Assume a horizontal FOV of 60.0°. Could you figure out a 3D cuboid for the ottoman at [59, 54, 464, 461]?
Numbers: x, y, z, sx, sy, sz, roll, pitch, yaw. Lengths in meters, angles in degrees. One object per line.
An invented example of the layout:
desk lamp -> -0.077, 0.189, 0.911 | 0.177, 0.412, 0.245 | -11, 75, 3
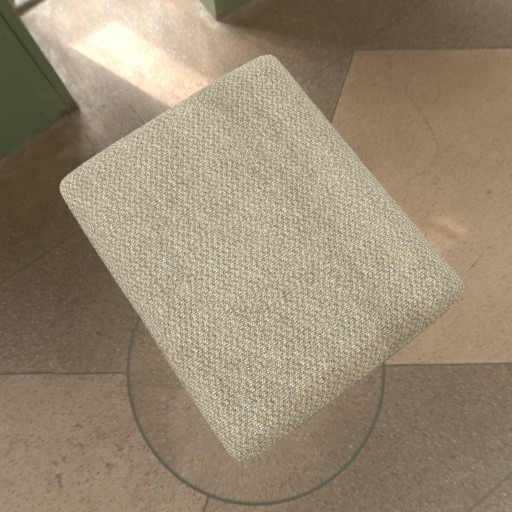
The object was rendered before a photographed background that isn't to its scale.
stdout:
ottoman -> 0.000, 0.000, 1.116 | 0.603, 0.476, 0.751 | -35, 79, -8
